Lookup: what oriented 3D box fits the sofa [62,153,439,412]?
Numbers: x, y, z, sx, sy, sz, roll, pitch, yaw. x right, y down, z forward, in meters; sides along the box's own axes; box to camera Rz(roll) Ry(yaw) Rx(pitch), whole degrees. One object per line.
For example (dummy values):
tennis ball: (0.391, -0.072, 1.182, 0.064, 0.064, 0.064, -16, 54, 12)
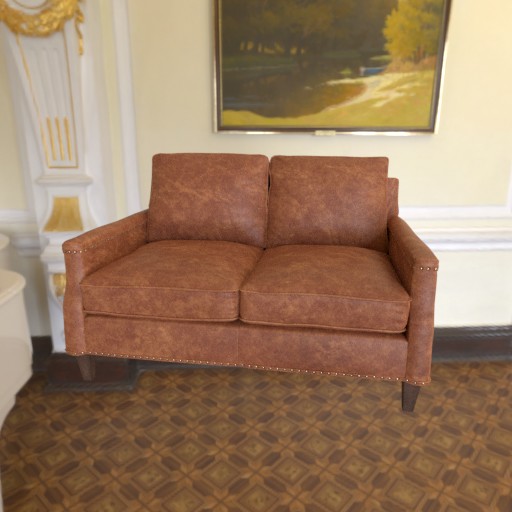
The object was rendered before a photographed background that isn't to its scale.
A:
sofa: (0.000, 0.000, 2.287, 1.597, 1.003, 1.084, 3, 16, 9)
